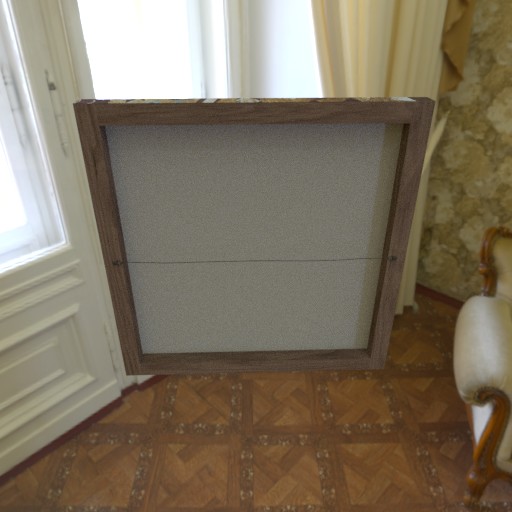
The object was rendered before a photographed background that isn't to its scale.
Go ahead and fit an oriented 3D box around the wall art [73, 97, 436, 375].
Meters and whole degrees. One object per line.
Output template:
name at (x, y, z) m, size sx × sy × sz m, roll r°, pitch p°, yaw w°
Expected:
wall art at (0.000, 0.000, 0.910) m, size 0.609 × 0.613 × 0.041 m, roll -1°, pitch 30°, yaw -2°
